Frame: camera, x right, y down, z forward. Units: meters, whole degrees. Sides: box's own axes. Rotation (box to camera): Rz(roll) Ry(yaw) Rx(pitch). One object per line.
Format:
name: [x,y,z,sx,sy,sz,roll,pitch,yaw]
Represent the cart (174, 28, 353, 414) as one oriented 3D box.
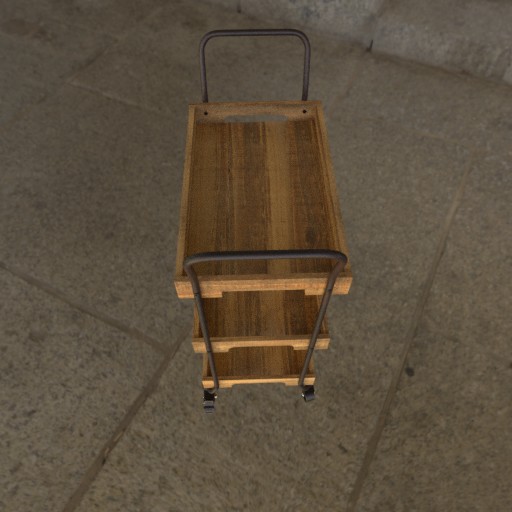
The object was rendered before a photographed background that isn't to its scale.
cart: [0.000,0.000,1.127,0.339,0.857,0.583,-1,56,-1]
